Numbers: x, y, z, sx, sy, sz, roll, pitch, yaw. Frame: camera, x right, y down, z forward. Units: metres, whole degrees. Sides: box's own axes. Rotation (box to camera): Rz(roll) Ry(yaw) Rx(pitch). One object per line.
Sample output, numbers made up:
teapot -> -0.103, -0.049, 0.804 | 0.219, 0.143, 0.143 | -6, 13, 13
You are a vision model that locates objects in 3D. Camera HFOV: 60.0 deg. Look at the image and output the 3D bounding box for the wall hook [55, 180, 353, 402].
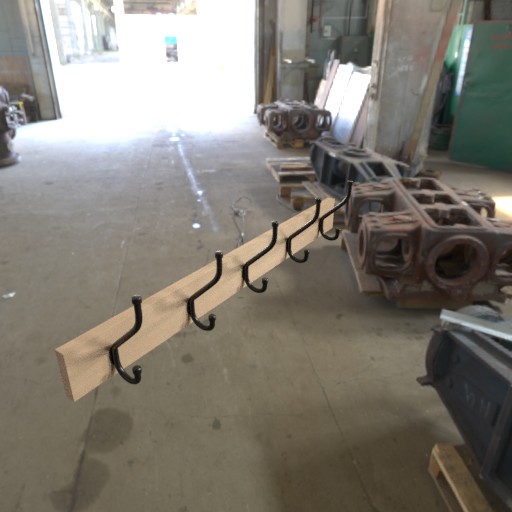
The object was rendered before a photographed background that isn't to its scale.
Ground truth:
wall hook -> 0.000, 0.000, 0.620 | 0.071, 0.117, 0.571 | 17, 31, 32
